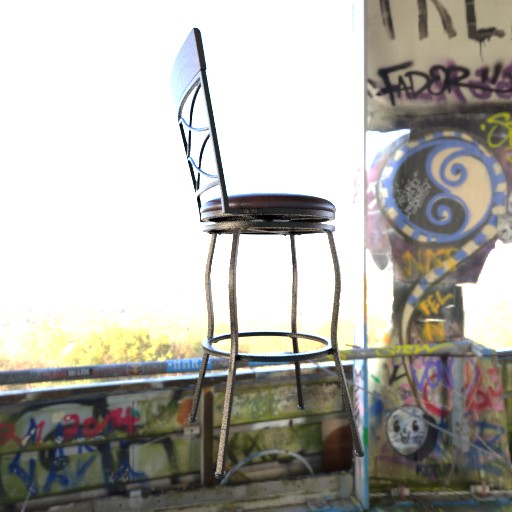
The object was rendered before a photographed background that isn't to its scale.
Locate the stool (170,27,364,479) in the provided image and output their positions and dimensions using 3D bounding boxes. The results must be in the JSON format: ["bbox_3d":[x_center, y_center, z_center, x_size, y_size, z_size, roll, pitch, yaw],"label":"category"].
[{"bbox_3d":[0.000,0.000,1.376,0.513,1.130,0.448,0,0,-18],"label":"stool"}]
